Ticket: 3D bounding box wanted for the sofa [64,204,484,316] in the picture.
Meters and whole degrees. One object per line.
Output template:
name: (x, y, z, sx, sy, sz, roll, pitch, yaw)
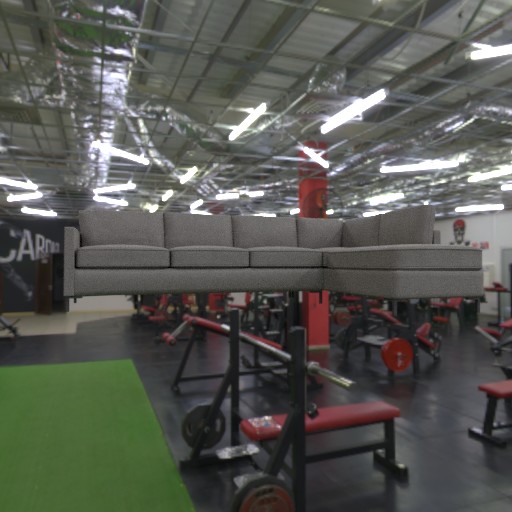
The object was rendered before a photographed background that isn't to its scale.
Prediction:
sofa: (0.000, 0.000, 4.138, 3.331, 0.964, 2.077, 0, -1, -18)
